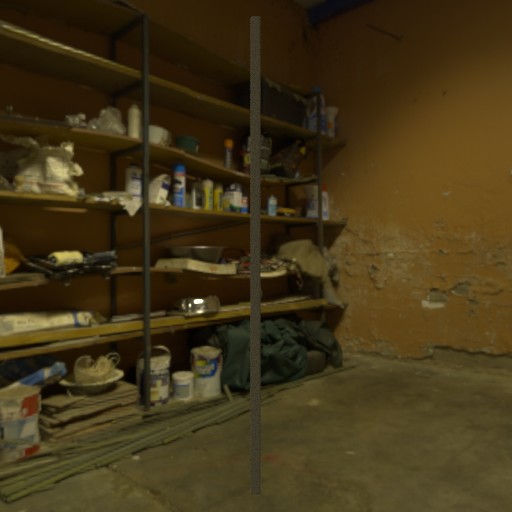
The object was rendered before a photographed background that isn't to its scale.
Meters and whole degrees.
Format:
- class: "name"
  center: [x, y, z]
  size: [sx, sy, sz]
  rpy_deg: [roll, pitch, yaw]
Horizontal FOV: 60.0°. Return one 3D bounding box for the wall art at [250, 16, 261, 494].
- class: "wall art"
  center: [0.000, 0.000, 0.677]
  size: [0.012, 0.529, 0.374]
  rpy_deg: [0, -1, 0]
